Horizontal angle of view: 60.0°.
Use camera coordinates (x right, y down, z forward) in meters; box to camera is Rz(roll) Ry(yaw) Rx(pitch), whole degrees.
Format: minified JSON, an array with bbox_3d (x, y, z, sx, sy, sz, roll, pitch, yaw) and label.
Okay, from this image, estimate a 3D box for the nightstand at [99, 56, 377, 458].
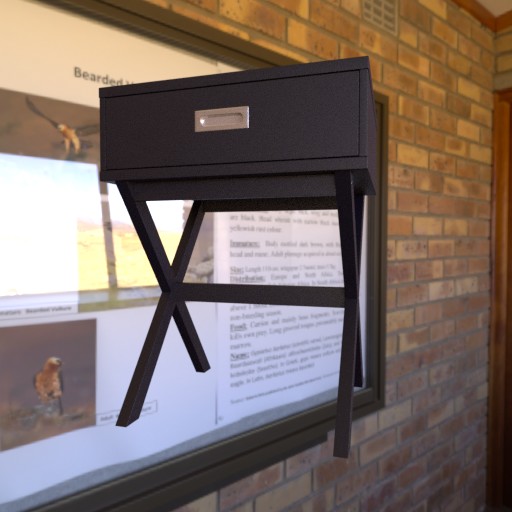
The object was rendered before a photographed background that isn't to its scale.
[{"bbox_3d":[0.000,0.000,0.940,0.479,0.623,0.402,1,2,17],"label":"nightstand"}]
